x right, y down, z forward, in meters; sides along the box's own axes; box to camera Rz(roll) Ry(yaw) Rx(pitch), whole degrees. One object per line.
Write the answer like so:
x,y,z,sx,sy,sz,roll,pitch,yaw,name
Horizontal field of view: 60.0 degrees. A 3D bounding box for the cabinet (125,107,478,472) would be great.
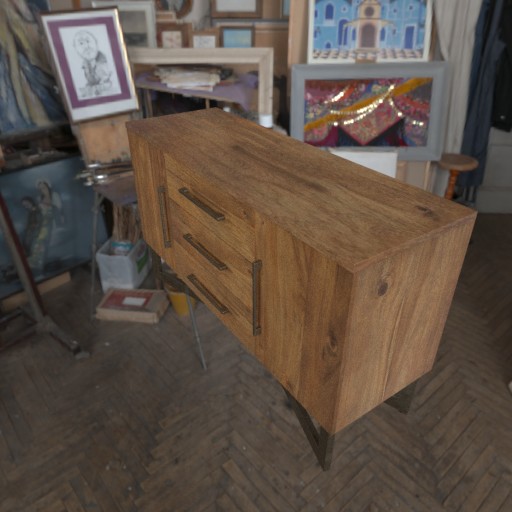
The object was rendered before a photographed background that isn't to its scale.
0.000,0.000,1.750,0.480,0.812,1.373,-20,37,-29,cabinet
